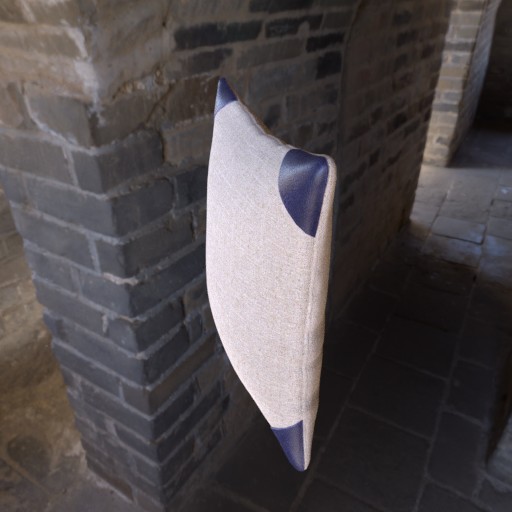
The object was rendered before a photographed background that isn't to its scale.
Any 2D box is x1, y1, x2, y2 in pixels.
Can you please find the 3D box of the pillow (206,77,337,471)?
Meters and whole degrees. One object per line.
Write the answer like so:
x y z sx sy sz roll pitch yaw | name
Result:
0.000 0.000 0.672 0.147 0.441 0.440 -9 32 -14 | pillow
